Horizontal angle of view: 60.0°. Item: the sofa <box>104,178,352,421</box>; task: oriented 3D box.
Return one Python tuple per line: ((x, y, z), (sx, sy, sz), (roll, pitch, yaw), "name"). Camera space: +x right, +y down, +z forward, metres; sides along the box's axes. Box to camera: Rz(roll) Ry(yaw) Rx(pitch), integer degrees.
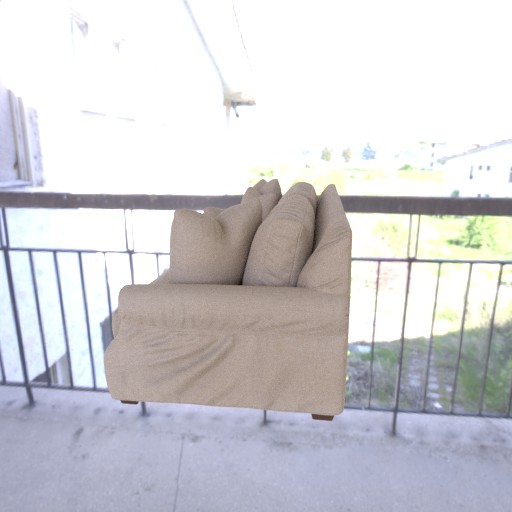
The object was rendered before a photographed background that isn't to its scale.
((0.000, 0.000, 2.827), (1.067, 0.904, 2.285), (2, 14, 8), "sofa")
